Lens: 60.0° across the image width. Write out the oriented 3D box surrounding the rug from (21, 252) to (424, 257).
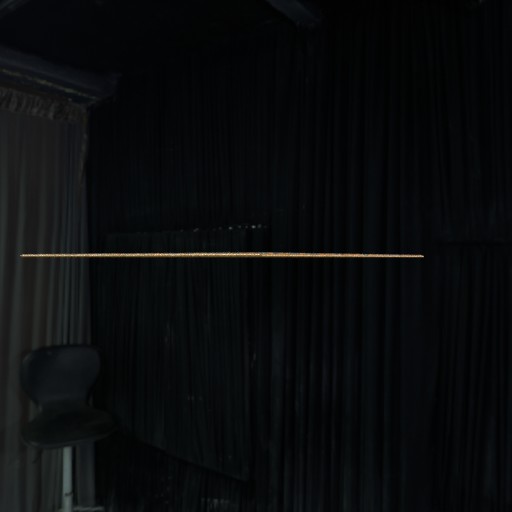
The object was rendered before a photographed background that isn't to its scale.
[{"bbox_3d":[0.000,0.000,3.761,2.043,0.019,2.916,0,0,34],"label":"rug"}]
